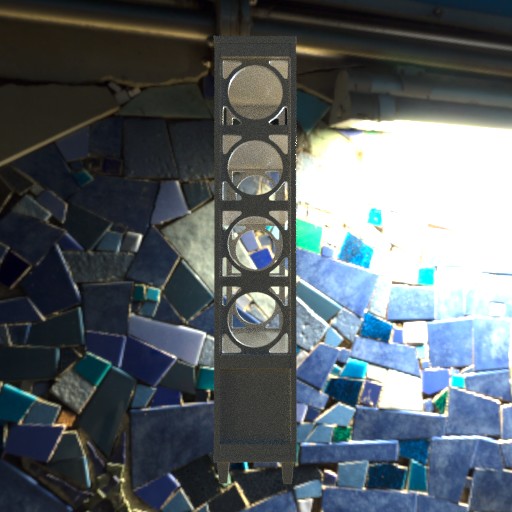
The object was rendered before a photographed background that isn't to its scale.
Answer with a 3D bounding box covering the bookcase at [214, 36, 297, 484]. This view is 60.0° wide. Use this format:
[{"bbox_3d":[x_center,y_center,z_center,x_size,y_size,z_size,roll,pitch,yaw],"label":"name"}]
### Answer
[{"bbox_3d":[0.000,0.000,2.175,0.361,1.869,0.761,0,-1,0],"label":"bookcase"}]
